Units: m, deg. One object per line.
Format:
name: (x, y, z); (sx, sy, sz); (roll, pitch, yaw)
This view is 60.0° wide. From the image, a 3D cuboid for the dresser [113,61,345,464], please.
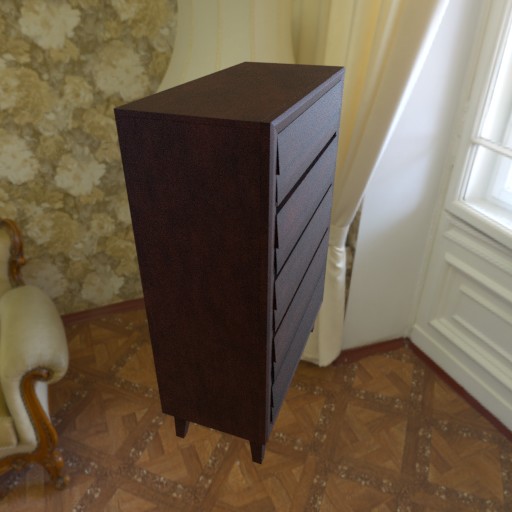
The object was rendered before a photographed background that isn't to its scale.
dresser: (0.000, 0.000, 2.054); (0.506, 1.514, 1.072); (11, 33, 17)
